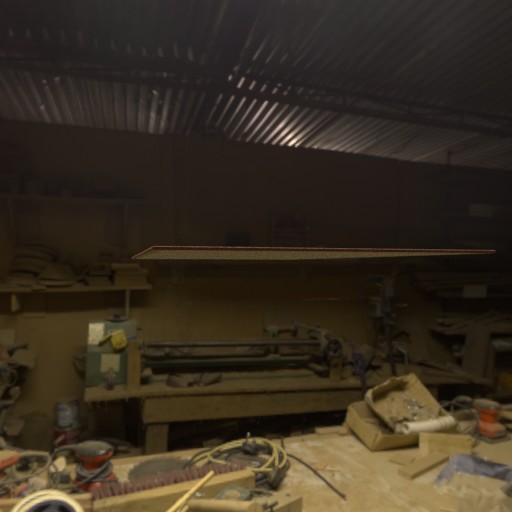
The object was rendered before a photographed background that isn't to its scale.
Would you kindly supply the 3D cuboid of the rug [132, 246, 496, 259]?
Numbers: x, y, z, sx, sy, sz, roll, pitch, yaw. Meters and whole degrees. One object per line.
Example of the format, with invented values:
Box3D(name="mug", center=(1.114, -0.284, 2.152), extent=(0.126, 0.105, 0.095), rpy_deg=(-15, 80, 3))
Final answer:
Box3D(name="rug", center=(0.000, 0.000, 2.949), extent=(1.524, 0.014, 2.438), rpy_deg=(0, -1, -17))
